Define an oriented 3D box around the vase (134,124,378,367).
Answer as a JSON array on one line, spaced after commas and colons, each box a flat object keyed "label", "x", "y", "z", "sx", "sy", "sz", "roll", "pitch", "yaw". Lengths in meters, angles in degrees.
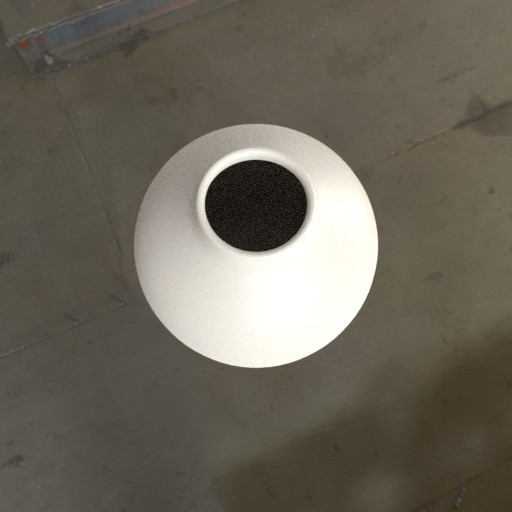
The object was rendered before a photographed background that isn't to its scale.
[{"label": "vase", "x": 0.000, "y": 0.000, "z": 0.346, "sx": 0.169, "sy": 0.237, "sz": 0.169, "roll": 0, "pitch": 76, "yaw": 0}]
